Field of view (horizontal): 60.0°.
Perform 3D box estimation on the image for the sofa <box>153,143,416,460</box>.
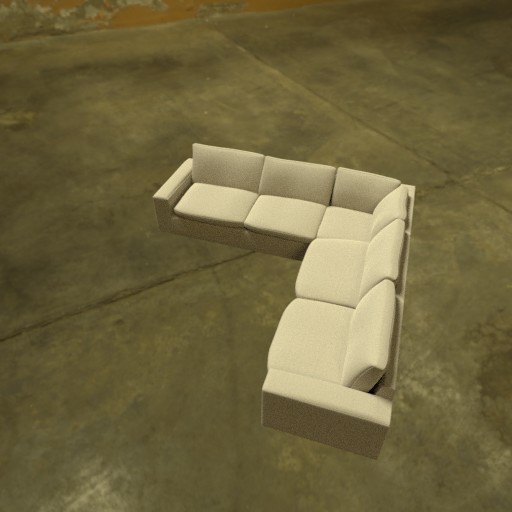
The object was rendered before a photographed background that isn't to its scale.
[{"bbox_3d":[0.000,0.000,4.751,3.066,0.918,3.206,12,42,14],"label":"sofa"}]
